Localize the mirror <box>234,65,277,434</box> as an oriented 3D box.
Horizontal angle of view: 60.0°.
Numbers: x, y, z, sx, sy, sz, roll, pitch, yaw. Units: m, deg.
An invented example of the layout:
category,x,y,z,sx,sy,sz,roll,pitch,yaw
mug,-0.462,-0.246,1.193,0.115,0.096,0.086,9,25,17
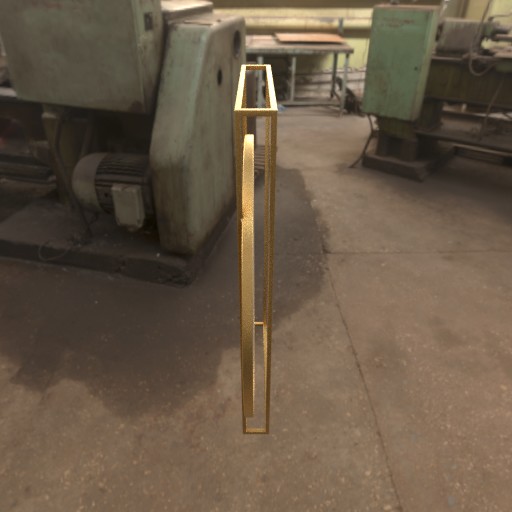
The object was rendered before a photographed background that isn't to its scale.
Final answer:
category,x,y,z,sx,sy,sz,roll,pitch,yaw
mirror,0.000,0.000,0.814,0.051,0.603,0.508,0,32,0
